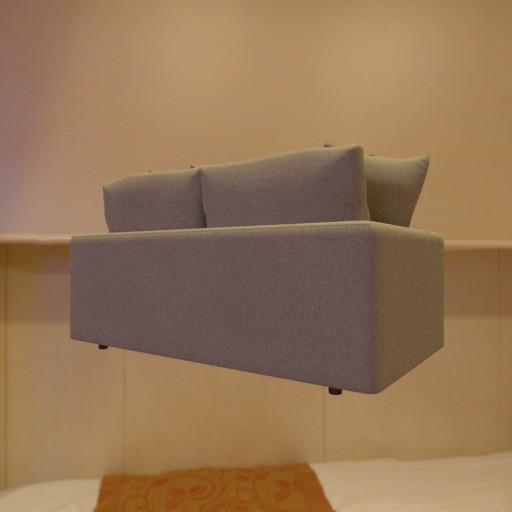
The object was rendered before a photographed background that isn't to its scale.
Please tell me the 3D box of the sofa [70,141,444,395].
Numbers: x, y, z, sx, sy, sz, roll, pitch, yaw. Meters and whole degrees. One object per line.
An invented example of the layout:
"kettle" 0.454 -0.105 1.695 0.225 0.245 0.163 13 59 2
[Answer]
"sofa" 0.000 0.000 2.568 1.869 1.080 1.228 0 0 35
